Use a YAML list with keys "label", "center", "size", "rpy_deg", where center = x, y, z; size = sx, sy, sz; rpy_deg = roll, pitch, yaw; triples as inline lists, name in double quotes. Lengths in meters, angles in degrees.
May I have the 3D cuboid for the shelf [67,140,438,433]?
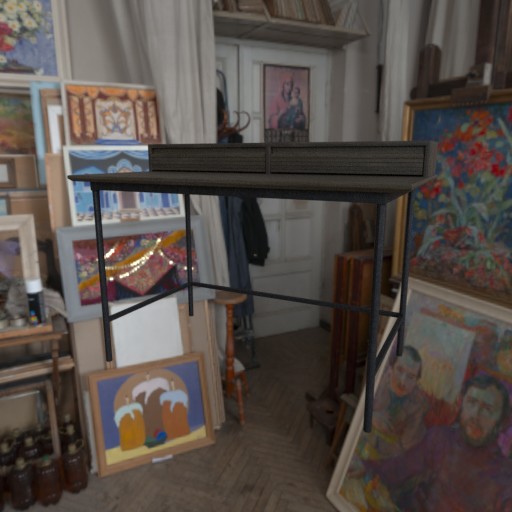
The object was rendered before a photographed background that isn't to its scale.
- label: "shelf"
  center: [0.000, 0.000, 1.735]
  size: [1.212, 0.865, 0.685]
  rpy_deg: [6, 14, 26]
